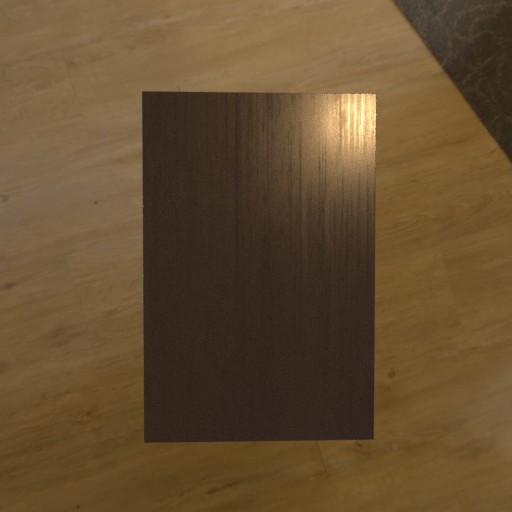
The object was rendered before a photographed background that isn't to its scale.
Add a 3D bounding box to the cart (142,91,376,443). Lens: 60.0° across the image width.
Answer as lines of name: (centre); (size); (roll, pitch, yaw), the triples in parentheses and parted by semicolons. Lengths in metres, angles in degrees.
cart: (0.000, 0.000, 1.274); (0.449, 0.878, 0.690); (0, 91, -2)
